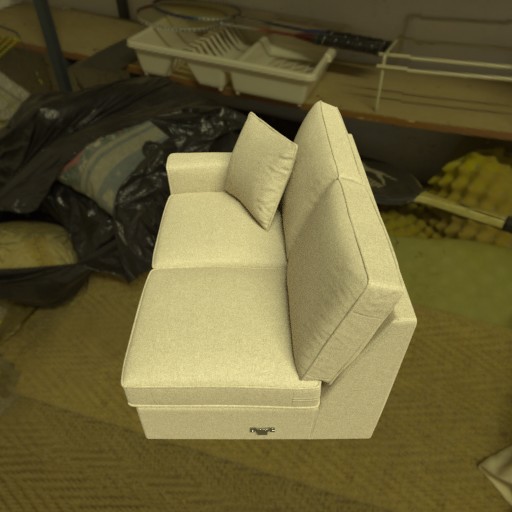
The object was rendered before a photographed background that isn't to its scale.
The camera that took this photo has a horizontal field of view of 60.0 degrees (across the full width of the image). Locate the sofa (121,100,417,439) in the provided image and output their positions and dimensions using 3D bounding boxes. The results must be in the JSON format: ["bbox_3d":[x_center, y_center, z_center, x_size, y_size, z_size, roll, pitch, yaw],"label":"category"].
[{"bbox_3d":[0.000,0.000,2.059,0.991,0.989,1.388,0,42,0],"label":"sofa"}]
